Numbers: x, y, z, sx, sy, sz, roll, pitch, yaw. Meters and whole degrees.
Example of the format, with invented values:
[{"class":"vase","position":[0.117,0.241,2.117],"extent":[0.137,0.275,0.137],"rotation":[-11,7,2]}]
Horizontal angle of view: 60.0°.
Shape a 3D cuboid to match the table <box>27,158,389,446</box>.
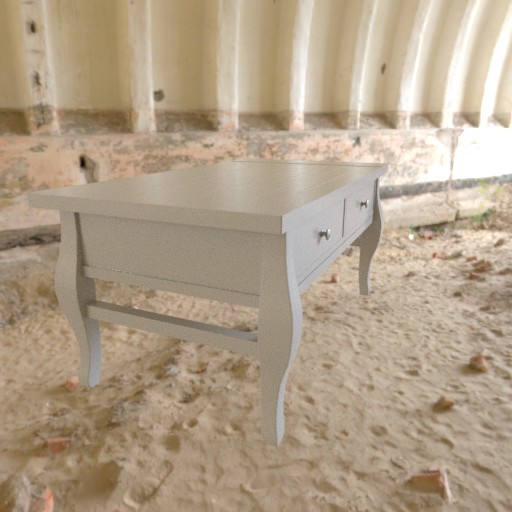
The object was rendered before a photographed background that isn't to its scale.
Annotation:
[{"class":"table","position":[0.000,0.000,1.357],"extent":[0.600,0.495,1.062],"rotation":[8,18,24]}]
